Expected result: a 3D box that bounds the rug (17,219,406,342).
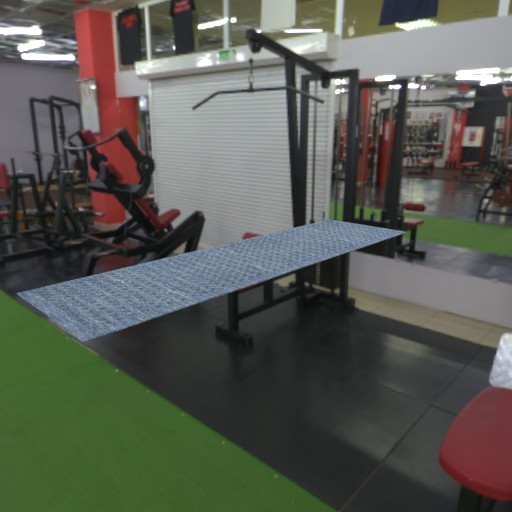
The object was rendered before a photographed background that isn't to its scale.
[{"bbox_3d":[0.000,0.000,2.645,0.688,0.008,2.443,15,22,43],"label":"rug"}]
